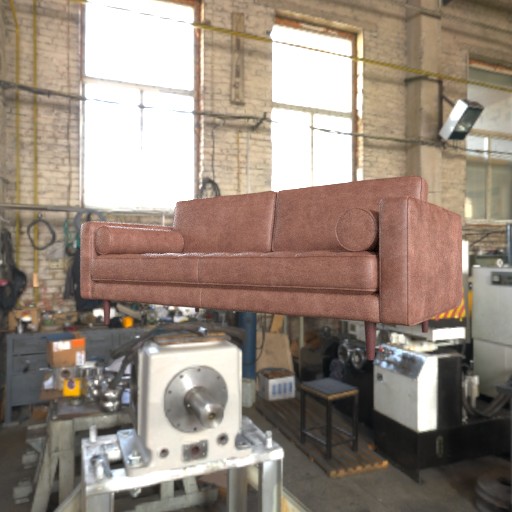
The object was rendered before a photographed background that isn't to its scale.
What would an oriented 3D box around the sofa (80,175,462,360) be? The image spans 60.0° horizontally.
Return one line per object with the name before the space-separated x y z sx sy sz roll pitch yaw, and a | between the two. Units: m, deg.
sofa | 0.000 0.000 2.338 1.870 0.760 0.910 0 -1 35
